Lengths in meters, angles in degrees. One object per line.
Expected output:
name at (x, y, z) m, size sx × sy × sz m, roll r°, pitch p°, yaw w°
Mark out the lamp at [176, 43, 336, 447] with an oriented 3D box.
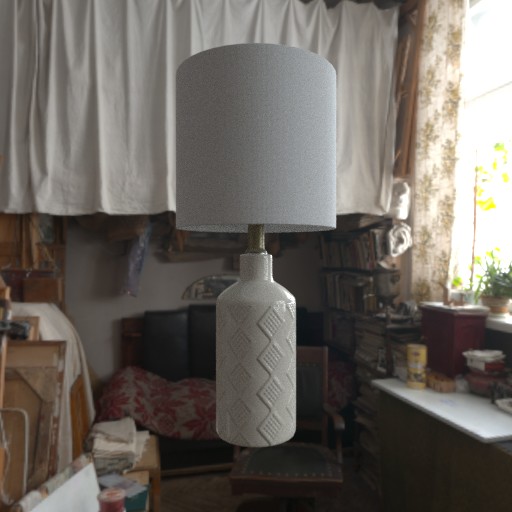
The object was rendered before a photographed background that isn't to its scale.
lamp at (0.000, 0.000, 0.582) m, size 0.207 × 0.461 × 0.207 m, roll 0°, pitch 1°, yaw 36°
